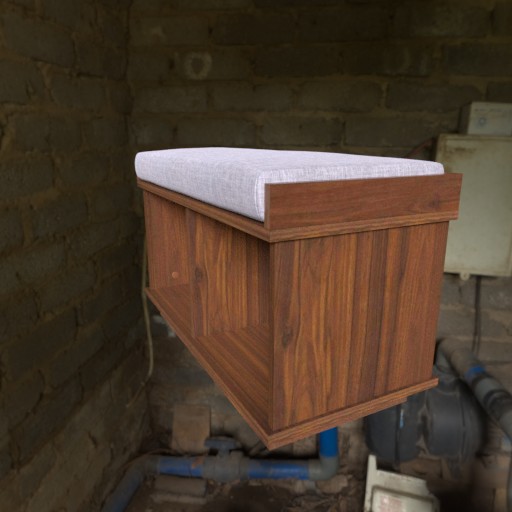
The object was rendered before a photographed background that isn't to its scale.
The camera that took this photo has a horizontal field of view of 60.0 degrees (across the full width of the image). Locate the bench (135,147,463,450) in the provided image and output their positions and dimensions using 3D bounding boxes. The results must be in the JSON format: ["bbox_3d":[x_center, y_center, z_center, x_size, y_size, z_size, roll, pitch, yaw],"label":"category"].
[{"bbox_3d":[0.000,0.000,0.992,0.362,0.461,0.734,-8,17,-26],"label":"bench"}]
